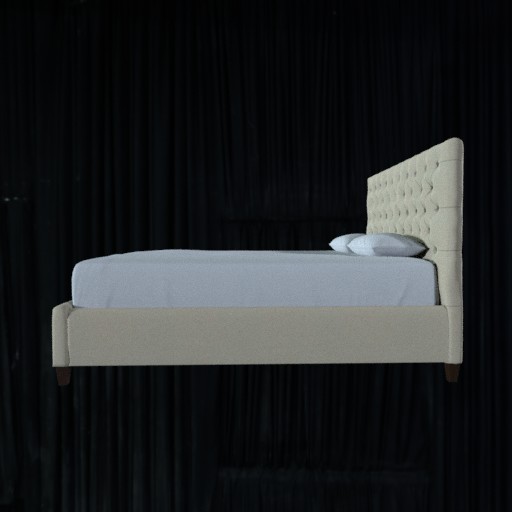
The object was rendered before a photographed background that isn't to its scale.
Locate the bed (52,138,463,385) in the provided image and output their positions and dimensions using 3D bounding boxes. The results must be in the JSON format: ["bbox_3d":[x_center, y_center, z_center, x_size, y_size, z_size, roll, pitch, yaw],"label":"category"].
[{"bbox_3d":[0.000,0.000,3.372,2.387,1.427,1.698,0,2,-2],"label":"bed"}]
